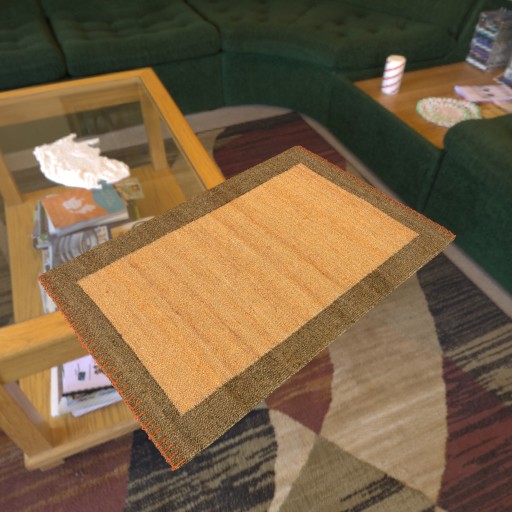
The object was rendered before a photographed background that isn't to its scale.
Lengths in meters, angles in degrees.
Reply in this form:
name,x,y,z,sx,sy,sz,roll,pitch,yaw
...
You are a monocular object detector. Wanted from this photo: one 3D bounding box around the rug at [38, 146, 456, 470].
name,x,y,z,sx,sy,sz,roll,pitch,yaw
rug,0.000,0.000,2.281,1.838,0.019,1.220,-32,54,-27
